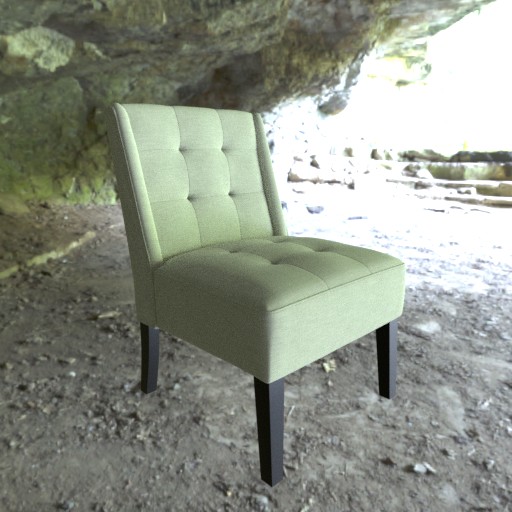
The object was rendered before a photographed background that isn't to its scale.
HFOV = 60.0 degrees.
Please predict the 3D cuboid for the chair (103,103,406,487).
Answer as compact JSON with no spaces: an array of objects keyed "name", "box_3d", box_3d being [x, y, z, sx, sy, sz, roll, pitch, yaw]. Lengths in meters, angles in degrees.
[{"name":"chair","box_3d":[0.000,0.000,1.281,0.569,0.853,0.676,-13,19,-42]}]
